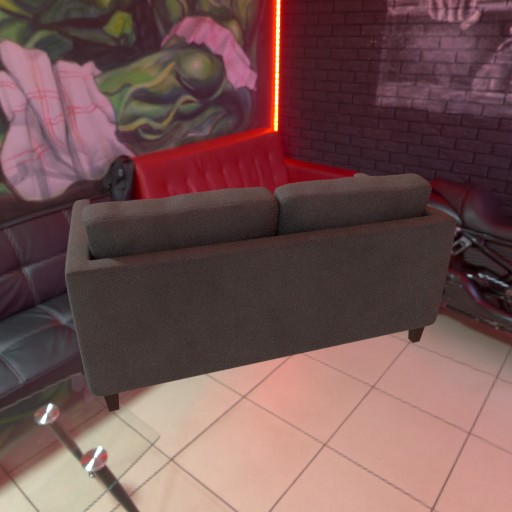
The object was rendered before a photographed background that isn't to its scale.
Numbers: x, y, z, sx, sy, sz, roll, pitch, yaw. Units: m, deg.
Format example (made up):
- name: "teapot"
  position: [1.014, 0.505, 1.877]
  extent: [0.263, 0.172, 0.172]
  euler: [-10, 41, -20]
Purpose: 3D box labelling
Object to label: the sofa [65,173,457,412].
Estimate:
- name: "sofa"
  position: [0.000, 0.000, 2.484]
  extent: [1.884, 0.963, 0.950]
  euler: [-8, 27, -16]
